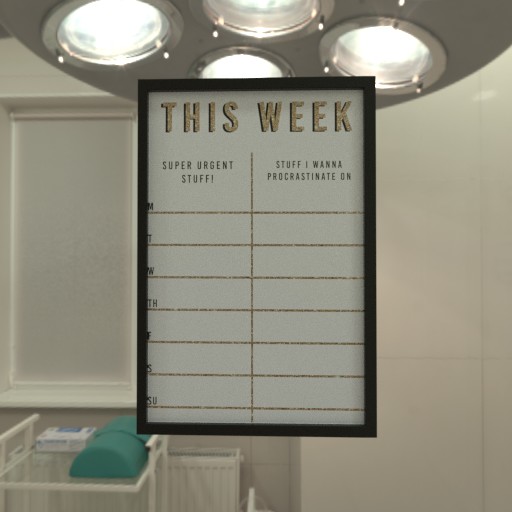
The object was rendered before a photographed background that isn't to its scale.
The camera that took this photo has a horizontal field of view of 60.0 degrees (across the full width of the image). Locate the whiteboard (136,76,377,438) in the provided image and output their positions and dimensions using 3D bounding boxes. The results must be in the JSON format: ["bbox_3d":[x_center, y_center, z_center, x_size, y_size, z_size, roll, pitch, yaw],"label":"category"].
[{"bbox_3d":[0.000,0.000,0.764,0.406,0.611,0.026,0,-1,2],"label":"whiteboard"}]
